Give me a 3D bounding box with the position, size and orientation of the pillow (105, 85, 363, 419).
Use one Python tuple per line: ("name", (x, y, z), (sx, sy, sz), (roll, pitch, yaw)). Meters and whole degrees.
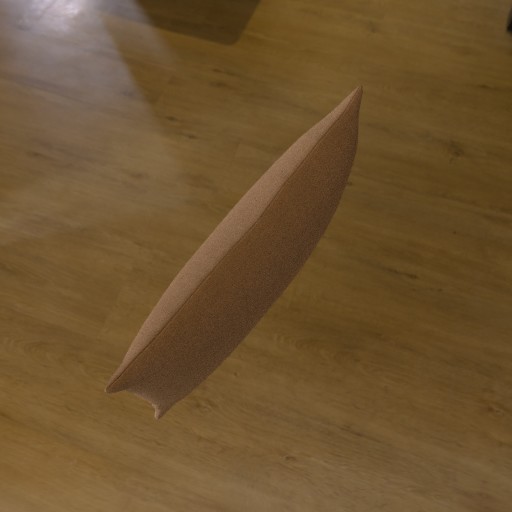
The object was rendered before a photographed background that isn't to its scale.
("pillow", (0.000, 0.000, 0.758), (0.148, 0.308, 0.612), (33, 69, 14))
